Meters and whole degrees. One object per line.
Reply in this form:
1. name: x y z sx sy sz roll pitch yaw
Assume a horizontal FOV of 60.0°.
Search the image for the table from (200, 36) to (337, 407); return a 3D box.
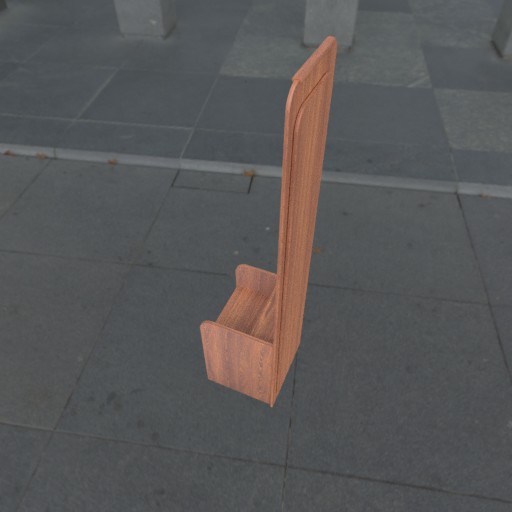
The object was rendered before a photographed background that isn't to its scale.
1. table: 0.000 0.000 1.995 0.420 1.830 0.450 17 48 16
